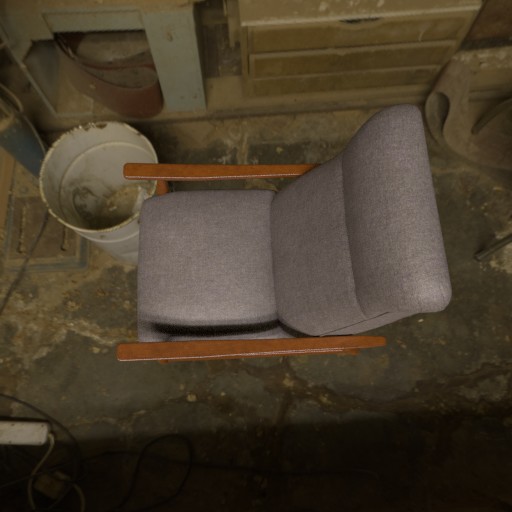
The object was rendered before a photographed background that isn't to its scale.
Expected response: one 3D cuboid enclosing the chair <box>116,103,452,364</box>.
[{"bbox_3d":[0.000,0.000,1.734,1.014,1.081,0.762,-3,74,-1],"label":"chair"}]
